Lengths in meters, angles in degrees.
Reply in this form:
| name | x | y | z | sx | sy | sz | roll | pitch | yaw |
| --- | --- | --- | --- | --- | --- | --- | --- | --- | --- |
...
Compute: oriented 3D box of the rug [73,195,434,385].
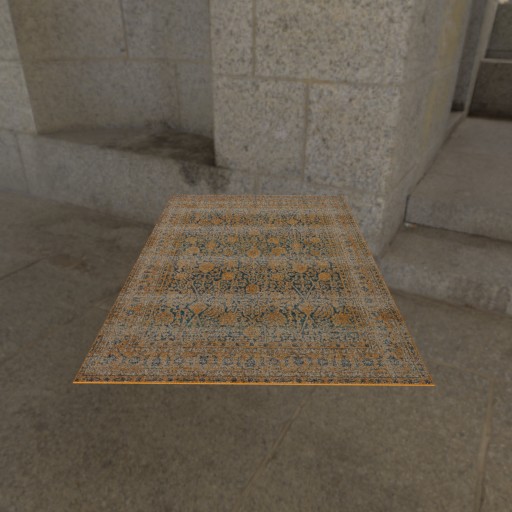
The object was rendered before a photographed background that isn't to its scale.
| name | x | y | z | sx | sy | sz | roll | pitch | yaw |
| --- | --- | --- | --- | --- | --- | --- | --- | --- | --- |
| rug | 0.000 | 0.000 | 2.905 | 1.525 | 0.007 | 2.336 | 0 | 27 | 1 |
